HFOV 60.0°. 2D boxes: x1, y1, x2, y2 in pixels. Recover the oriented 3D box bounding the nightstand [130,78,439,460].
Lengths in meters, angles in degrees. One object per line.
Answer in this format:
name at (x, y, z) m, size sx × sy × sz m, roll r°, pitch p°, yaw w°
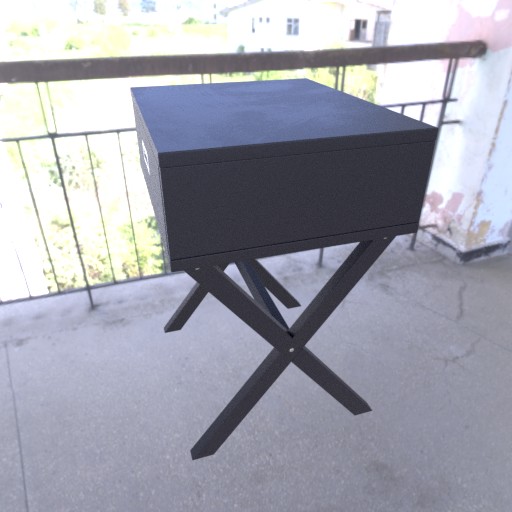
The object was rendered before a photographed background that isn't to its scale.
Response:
nightstand at (0.000, 0.000, 0.940) m, size 0.402 × 0.623 × 0.479 m, roll -9°, pitch 31°, yaw -15°
